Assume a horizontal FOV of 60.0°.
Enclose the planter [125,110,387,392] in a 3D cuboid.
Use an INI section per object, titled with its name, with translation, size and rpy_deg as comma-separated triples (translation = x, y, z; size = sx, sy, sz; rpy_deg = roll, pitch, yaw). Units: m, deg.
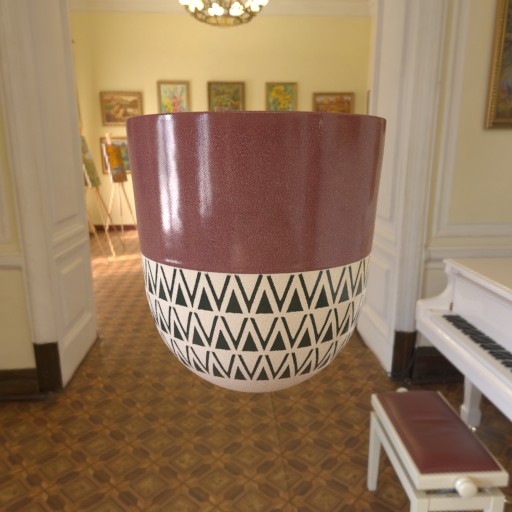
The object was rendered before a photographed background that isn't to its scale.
[planter]
translation = 0.000, 0.000, 0.368
size = 0.195, 0.214, 0.195
rpy_deg = 0, 13, 0
